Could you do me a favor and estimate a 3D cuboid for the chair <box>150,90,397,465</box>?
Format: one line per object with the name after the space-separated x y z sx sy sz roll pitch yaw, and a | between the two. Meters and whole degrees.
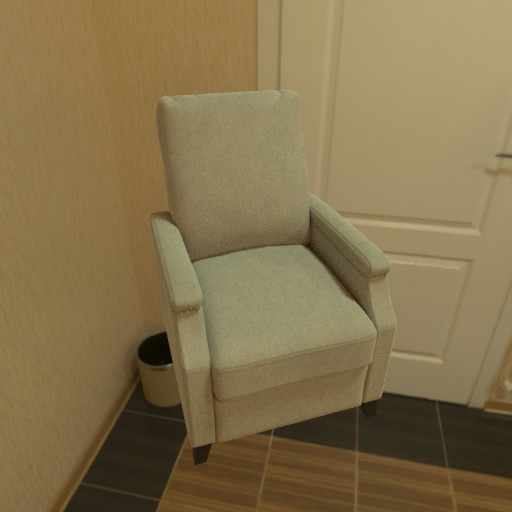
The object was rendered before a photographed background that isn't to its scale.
0.000 0.000 1.650 0.710 1.049 0.922 -9 32 -15 | chair
